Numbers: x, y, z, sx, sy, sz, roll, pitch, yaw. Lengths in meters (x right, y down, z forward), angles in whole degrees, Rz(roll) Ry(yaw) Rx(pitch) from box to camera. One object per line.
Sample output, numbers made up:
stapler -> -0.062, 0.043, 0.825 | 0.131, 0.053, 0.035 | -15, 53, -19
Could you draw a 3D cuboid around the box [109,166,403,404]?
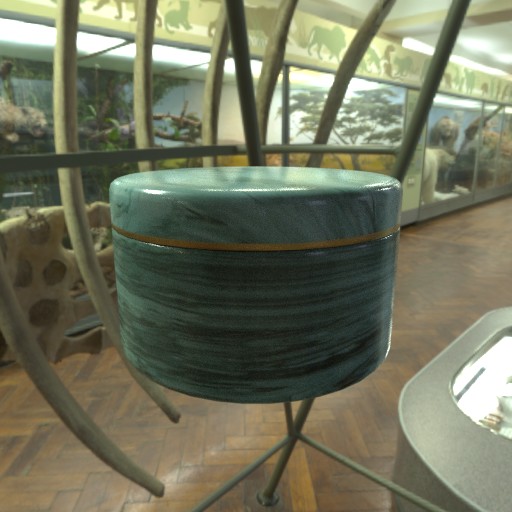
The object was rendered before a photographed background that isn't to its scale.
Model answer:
box -> 0.000, 0.000, 0.166 | 0.101, 0.063, 0.101 | 0, 15, 0
